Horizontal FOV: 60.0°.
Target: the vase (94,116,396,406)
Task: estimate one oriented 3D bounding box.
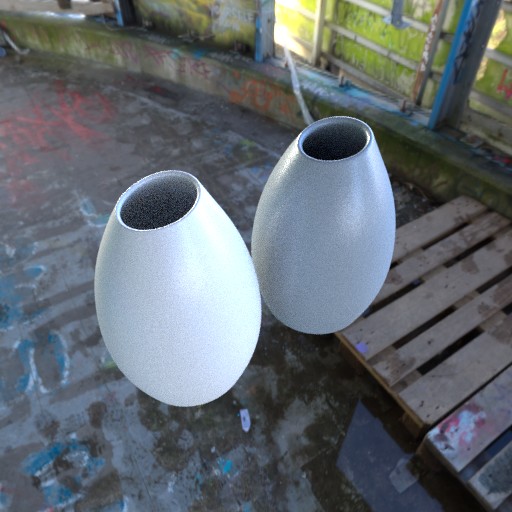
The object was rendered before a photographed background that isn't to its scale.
[{"bbox_3d":[0.000,0.000,0.256,0.187,0.131,0.089,-24,50,-21],"label":"vase"}]
